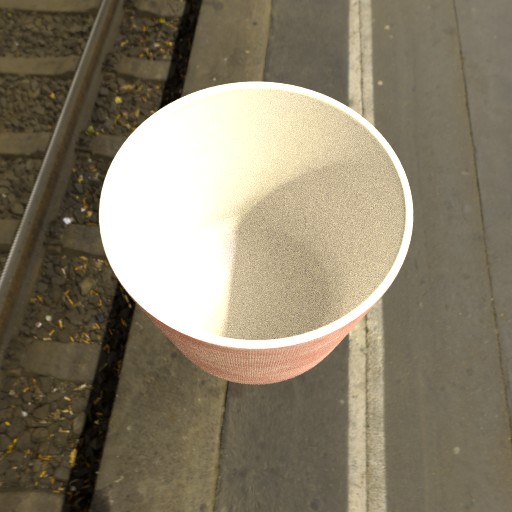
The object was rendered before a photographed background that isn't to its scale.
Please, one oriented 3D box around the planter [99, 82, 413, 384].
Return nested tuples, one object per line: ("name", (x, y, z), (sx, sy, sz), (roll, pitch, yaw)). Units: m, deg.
("planter", (0.000, 0.000, 0.805), (0.440, 0.398, 0.440), (0, 64, 0))
